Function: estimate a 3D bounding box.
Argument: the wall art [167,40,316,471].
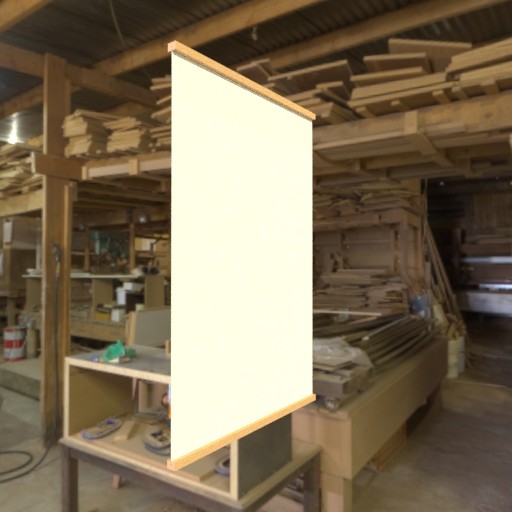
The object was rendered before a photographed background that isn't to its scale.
[{"bbox_3d":[0.000,0.000,1.961,0.040,1.510,0.991,0,-1,37],"label":"wall art"}]
